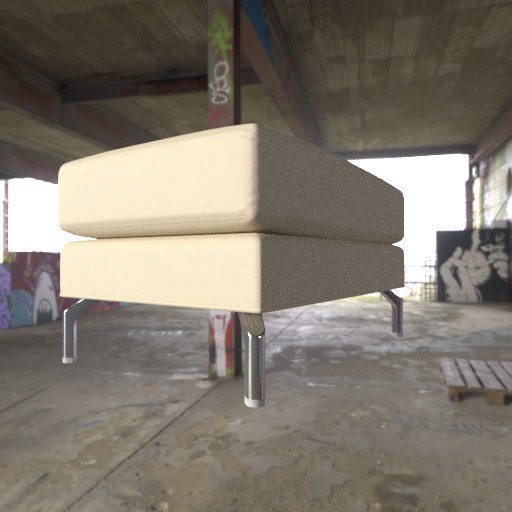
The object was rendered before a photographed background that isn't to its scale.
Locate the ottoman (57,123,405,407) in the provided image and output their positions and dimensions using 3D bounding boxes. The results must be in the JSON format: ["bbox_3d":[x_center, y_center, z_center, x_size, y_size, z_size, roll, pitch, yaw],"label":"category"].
[{"bbox_3d":[0.000,0.000,1.205,0.581,0.497,0.835,0,0,35],"label":"ottoman"}]
